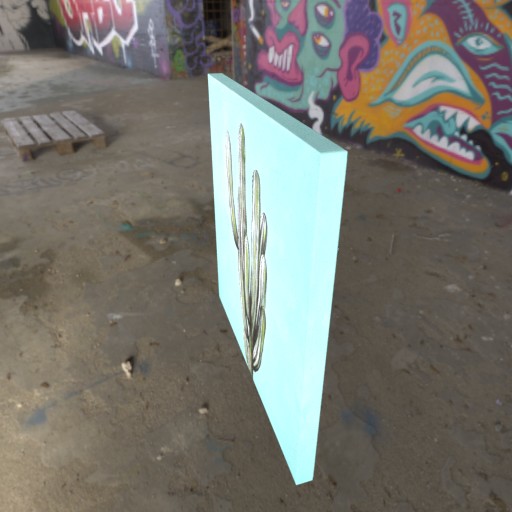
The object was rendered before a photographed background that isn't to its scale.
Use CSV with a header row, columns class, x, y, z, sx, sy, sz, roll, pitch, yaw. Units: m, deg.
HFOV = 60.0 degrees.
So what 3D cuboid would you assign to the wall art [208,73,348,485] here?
class,x,y,z,sx,sy,sz,roll,pitch,yaw
wall art,0.000,0.000,1.578,0.070,1.073,1.071,-9,32,-15
